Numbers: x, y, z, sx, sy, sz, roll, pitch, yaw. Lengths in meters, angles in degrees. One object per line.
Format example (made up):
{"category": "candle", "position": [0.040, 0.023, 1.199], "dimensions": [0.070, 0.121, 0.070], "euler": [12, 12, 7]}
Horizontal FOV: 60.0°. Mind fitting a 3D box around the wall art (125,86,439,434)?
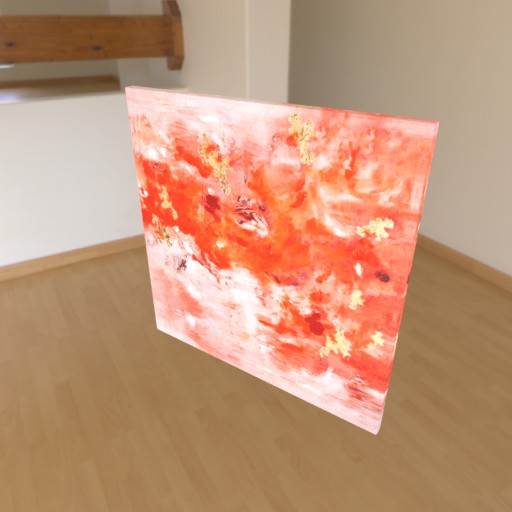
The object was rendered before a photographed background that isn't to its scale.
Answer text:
{"category": "wall art", "position": [0.000, 0.000, 1.302], "dimensions": [0.878, 0.878, 0.066], "euler": [18, 33, 29]}
